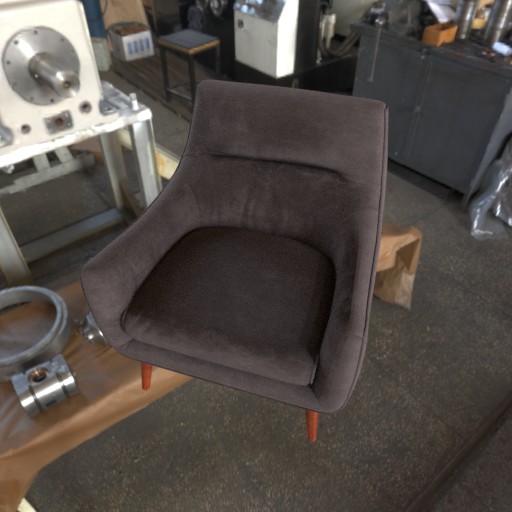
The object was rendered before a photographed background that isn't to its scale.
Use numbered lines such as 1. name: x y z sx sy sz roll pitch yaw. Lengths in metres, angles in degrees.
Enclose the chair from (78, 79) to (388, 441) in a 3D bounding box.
1. chair: 0.000 0.000 1.430 0.762 0.838 0.787 12 43 13
